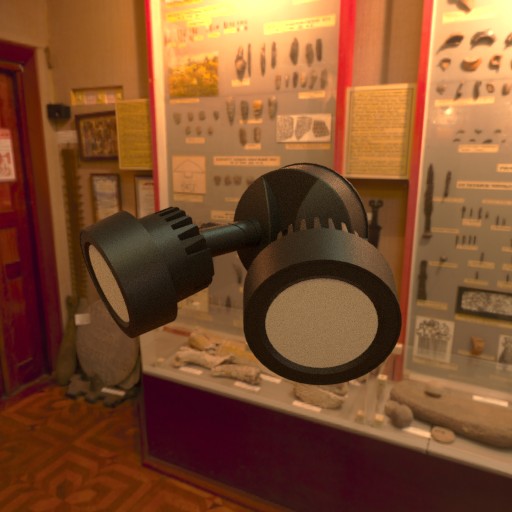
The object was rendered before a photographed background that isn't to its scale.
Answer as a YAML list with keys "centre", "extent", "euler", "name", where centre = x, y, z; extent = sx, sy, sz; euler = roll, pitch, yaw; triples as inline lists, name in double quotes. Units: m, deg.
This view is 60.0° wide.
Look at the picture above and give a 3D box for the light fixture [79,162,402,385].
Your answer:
- centre: [0.000, 0.000, 0.300]
  extent: [0.213, 0.120, 0.168]
  euler: [7, 15, 28]
  name: "light fixture"
